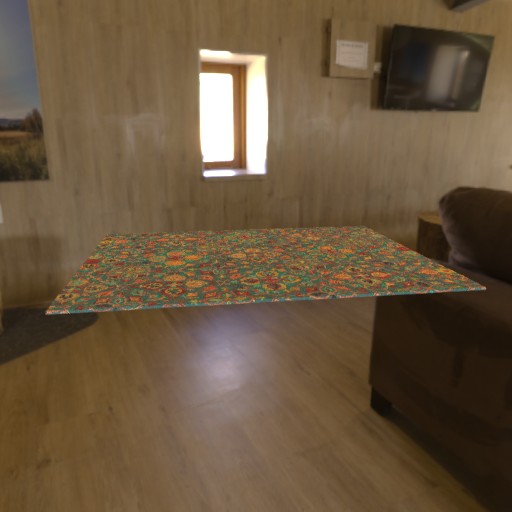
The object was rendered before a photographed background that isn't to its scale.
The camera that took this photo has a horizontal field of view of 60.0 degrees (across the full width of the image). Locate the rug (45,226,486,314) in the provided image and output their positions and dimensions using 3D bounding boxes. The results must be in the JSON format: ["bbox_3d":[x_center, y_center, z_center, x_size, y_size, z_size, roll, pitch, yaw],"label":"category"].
[{"bbox_3d":[0.000,0.000,4.320,3.204,0.025,2.434,-2,15,-8],"label":"rug"}]
